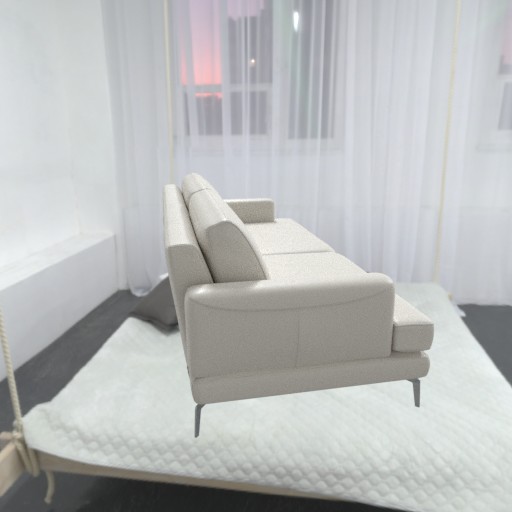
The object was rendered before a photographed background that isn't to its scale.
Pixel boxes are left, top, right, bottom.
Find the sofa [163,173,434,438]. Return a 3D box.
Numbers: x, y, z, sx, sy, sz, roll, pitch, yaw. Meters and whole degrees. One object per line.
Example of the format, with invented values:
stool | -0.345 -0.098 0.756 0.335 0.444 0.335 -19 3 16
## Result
sofa | 0.000 0.000 2.438 0.974 0.765 1.940 -3 17 -11
